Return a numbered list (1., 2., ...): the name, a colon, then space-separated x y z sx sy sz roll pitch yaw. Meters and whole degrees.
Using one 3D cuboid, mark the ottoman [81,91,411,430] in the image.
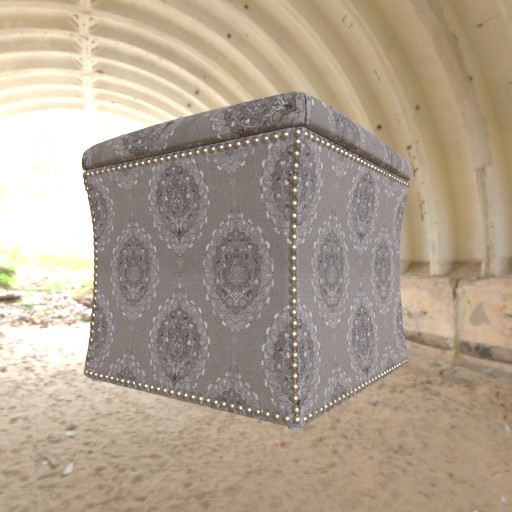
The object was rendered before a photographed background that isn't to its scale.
1. ottoman: 0.000 0.000 0.895 0.507 0.473 0.497 -1 -2 35
